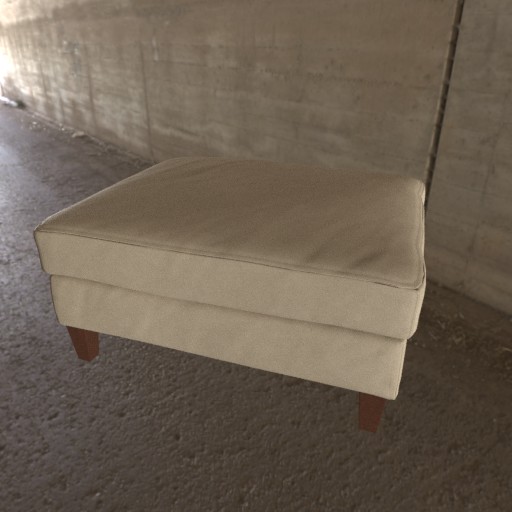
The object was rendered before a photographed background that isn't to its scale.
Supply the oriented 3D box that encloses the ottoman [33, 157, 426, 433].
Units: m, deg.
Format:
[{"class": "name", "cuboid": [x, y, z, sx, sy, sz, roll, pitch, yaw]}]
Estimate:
[{"class": "ottoman", "cuboid": [0.000, 0.000, 1.455, 1.002, 0.492, 0.836, 8, 27, 17]}]
